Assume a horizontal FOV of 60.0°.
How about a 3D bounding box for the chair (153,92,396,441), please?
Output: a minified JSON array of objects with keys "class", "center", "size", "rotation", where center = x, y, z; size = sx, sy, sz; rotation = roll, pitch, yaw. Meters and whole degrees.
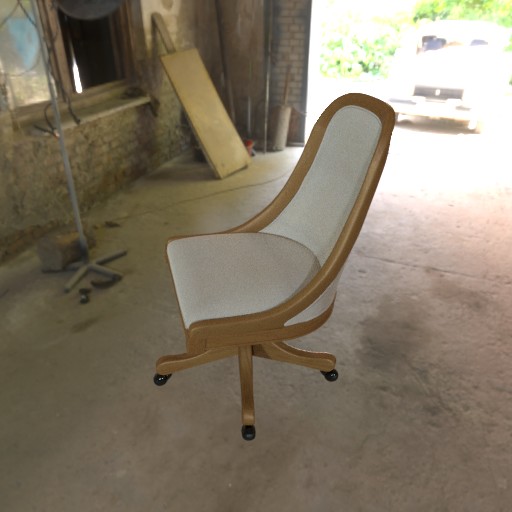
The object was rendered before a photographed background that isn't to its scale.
[{"class":"chair","center":[0.000,0.000,1.531],"size":[0.811,1.009,0.702],"rotation":[-9,32,-14]}]
